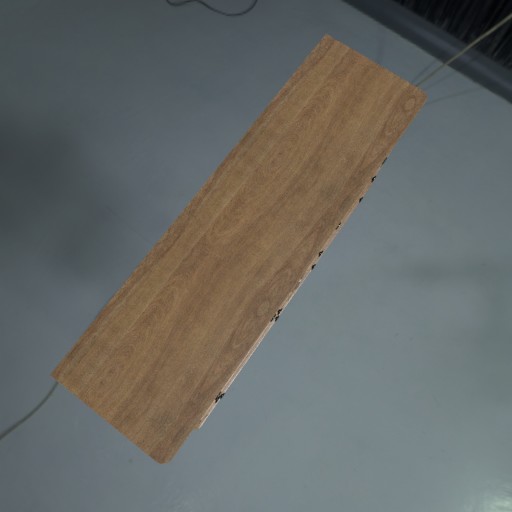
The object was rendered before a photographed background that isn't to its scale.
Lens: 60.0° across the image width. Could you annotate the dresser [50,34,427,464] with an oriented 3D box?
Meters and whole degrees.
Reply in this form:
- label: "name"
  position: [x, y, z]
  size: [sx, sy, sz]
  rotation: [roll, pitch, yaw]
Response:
- label: "dresser"
  position: [0.000, 0.000, 1.961]
  size: [0.468, 0.892, 1.583]
  rotation: [35, 78, 8]
